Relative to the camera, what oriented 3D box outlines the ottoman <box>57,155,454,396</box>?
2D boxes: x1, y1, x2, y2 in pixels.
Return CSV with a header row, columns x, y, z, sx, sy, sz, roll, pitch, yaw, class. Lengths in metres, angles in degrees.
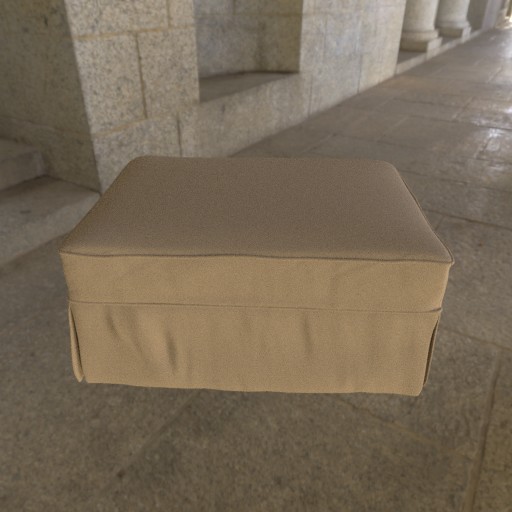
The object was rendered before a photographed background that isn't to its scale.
x,y,z,sx,sy,sz,roll,pitch,yaw,class
0.000,0.000,1.354,0.959,0.482,0.721,1,32,2,ottoman
